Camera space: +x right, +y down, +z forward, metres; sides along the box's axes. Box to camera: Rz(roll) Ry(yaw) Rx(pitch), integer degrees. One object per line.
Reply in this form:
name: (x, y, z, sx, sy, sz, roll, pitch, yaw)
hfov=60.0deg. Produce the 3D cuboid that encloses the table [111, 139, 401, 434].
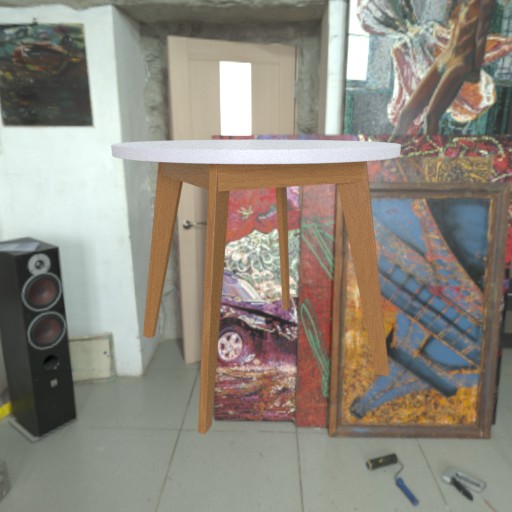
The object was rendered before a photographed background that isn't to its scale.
table: (0.000, 0.000, 1.542, 0.896, 0.762, 0.896, 0, 16, 0)
